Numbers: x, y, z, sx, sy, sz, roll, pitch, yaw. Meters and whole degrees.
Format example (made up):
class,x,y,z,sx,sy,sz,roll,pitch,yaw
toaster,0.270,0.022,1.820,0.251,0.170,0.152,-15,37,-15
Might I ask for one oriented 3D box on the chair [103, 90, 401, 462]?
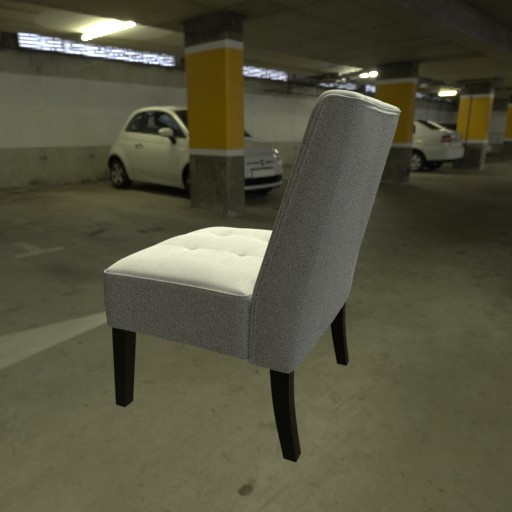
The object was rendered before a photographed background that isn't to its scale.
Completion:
class,x,y,z,sx,sy,sz,roll,pitch,yaw
chair,0.000,0.000,1.285,0.676,0.853,0.569,7,17,24
